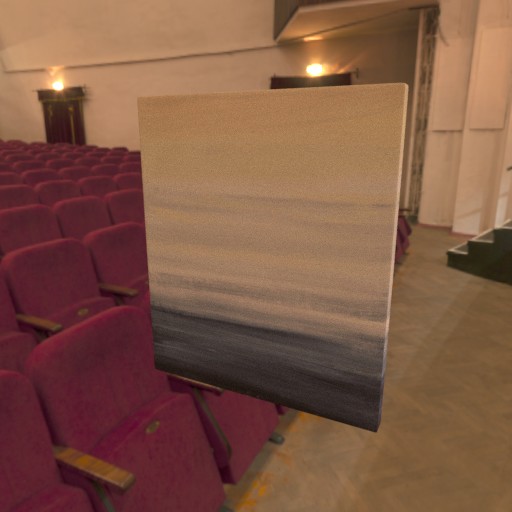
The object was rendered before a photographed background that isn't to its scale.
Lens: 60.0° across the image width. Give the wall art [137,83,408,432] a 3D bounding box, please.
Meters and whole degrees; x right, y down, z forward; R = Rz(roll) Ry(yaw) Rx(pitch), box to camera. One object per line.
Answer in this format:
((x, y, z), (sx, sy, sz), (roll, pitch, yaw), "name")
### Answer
((0.000, 0.000, 1.015), (0.608, 0.710, 0.041), (7, 17, 26), "wall art")
